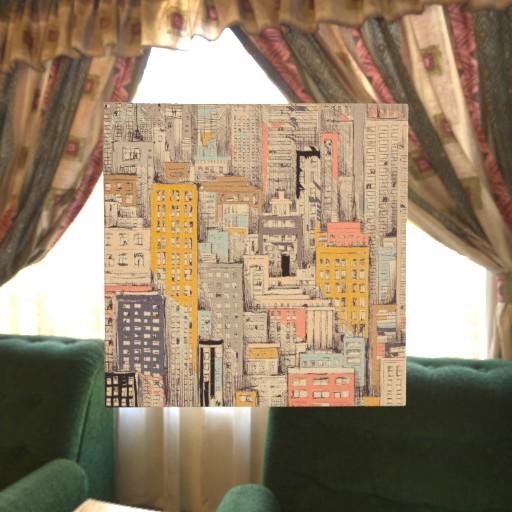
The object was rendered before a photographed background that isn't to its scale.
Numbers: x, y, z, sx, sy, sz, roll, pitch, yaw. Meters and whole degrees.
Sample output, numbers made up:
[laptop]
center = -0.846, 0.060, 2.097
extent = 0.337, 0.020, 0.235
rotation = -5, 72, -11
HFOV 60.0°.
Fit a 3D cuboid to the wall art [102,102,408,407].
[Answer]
[wall art]
center = 0.000, 0.000, 0.902
extent = 0.607, 0.608, 0.038
rotation = 0, 1, -1
